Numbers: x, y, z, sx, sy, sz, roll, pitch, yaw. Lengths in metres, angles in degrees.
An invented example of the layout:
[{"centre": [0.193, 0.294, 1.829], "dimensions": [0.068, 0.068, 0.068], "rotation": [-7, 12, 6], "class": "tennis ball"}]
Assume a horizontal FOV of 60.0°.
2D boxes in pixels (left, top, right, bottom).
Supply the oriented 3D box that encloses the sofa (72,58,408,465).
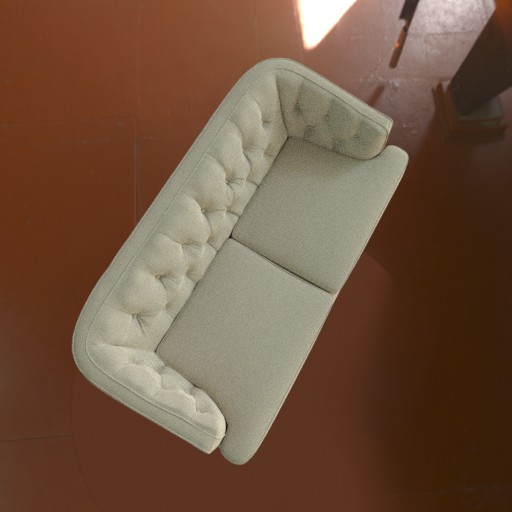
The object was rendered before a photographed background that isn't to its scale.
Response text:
[{"centre": [0.000, 0.000, 2.229], "dimensions": [0.941, 0.855, 1.733], "rotation": [29, 76, 8], "class": "sofa"}]
